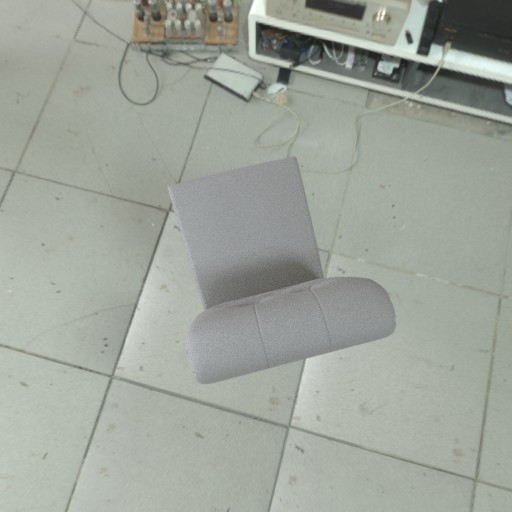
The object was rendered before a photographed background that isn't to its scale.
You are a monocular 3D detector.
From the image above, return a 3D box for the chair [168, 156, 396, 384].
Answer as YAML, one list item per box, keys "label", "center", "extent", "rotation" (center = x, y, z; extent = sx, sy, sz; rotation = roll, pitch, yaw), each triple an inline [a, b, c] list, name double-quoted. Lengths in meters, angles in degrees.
- label: "chair"
  center: [0.000, 0.000, 1.371]
  extent: [0.456, 1.006, 0.671]
  rotation: [-14, 76, -4]
